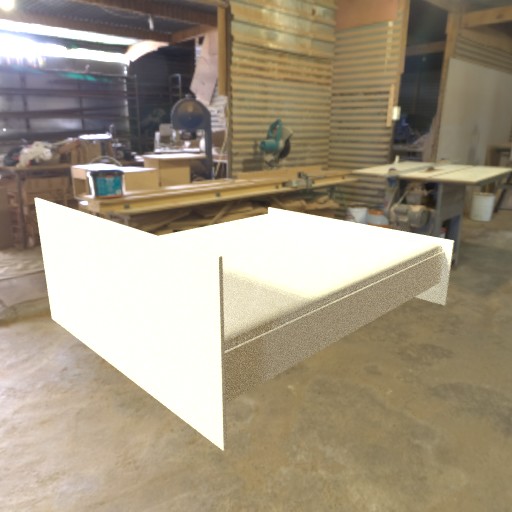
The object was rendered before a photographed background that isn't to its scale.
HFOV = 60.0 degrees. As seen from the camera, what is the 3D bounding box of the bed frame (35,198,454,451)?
[{"bbox_3d":[0.000,0.000,2.899,2.060,0.800,1.720,-16,23,-42],"label":"bed frame"}]
